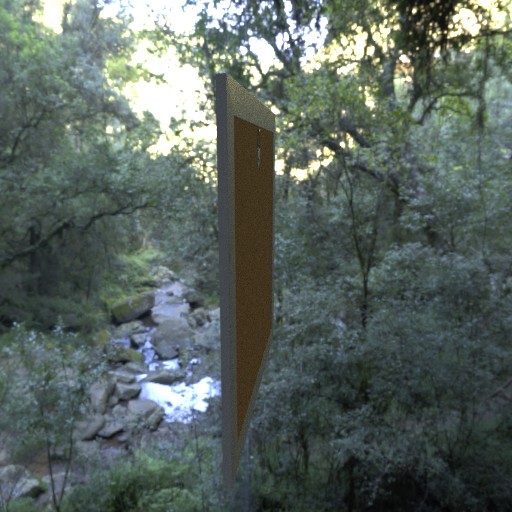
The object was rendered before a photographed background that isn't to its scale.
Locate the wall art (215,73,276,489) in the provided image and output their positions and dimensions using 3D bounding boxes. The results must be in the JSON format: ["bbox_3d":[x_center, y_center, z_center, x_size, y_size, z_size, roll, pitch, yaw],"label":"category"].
[{"bbox_3d":[0.000,0.000,0.867,0.015,0.577,0.572,2,13,8],"label":"wall art"}]
